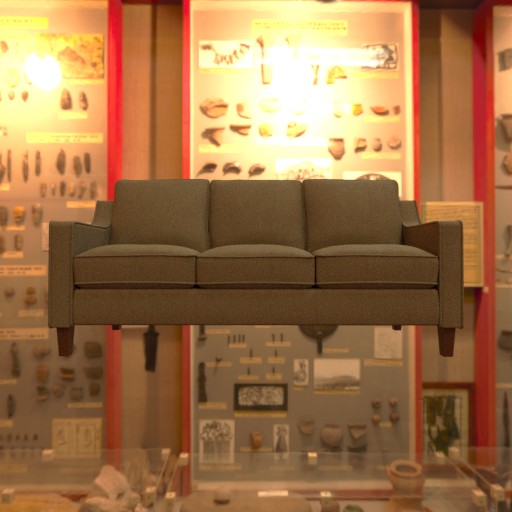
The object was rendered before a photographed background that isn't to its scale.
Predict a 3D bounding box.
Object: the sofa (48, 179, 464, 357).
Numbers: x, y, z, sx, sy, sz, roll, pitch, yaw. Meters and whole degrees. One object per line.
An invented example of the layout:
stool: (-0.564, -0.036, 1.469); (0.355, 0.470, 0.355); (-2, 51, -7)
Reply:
sofa: (0.000, 0.000, 2.546); (1.986, 0.974, 0.911); (0, 0, 0)
